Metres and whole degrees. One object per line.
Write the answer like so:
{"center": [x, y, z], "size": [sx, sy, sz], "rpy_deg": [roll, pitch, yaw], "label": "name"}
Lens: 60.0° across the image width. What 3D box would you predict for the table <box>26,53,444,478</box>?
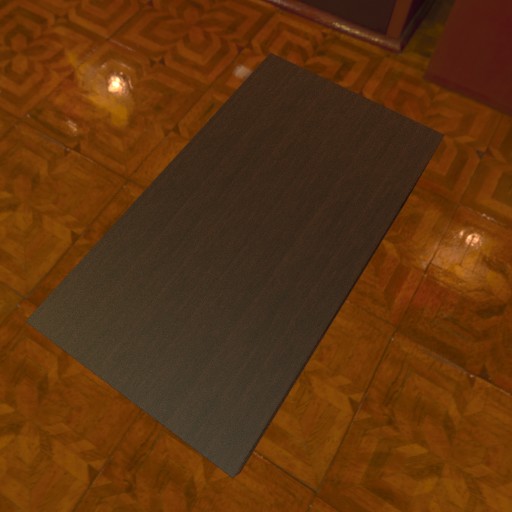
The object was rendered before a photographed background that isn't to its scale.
{"center": [0.000, 0.000, 1.353], "size": [0.590, 0.460, 1.050], "rpy_deg": [31, 69, 13], "label": "table"}
